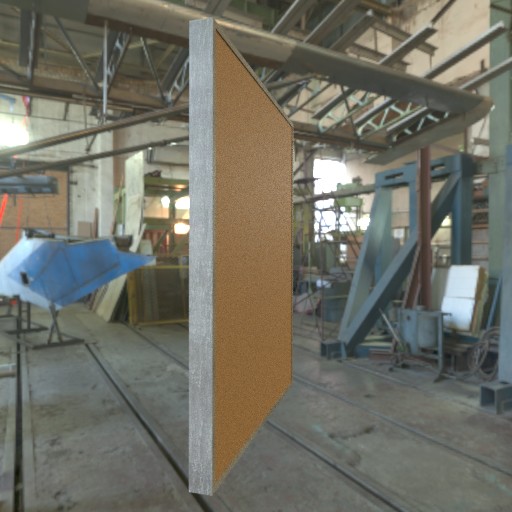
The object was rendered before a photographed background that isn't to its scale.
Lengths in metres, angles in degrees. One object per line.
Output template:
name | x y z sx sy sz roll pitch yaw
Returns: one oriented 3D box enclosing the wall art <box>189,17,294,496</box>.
wall art | 0.000 0.000 0.688 0.032 0.521 0.421 0 1 16
